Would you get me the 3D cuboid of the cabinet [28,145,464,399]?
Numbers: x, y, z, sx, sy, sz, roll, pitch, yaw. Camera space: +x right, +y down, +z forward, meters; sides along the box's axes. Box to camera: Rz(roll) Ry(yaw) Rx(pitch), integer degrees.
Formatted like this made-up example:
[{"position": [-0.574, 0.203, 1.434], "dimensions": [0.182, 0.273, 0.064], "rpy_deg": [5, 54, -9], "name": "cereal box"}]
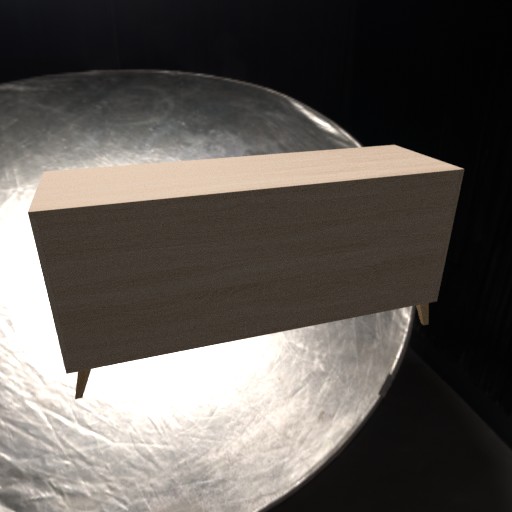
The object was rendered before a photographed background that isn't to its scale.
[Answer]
[{"position": [0.000, 0.000, 1.984], "dimensions": [1.649, 0.780, 0.500], "rpy_deg": [-8, 27, -16], "name": "cabinet"}]
